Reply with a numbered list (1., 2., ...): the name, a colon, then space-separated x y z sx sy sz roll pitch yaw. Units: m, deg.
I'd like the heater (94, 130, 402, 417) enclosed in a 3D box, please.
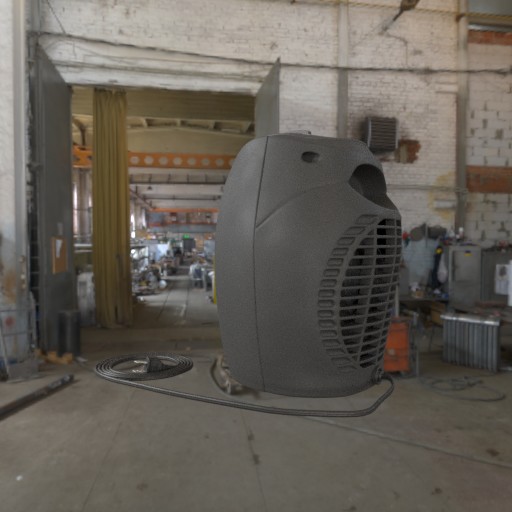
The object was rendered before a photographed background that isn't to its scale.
1. heater: 0.000 0.000 0.462 0.291 0.240 0.239 1 2 37
